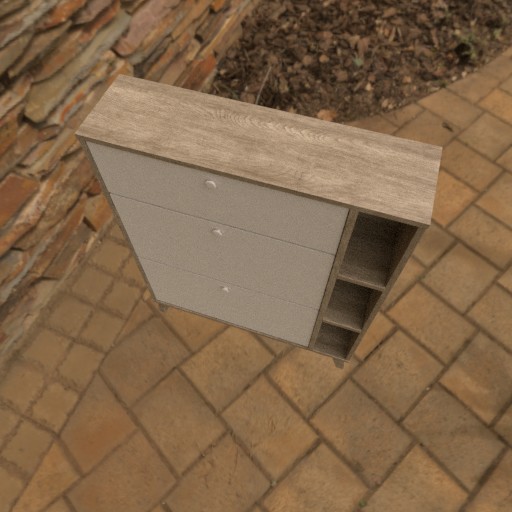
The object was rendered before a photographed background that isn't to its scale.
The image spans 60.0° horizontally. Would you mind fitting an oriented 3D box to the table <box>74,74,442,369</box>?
[{"bbox_3d":[0.000,0.000,1.611,0.902,1.135,0.256,16,60,9],"label":"table"}]
